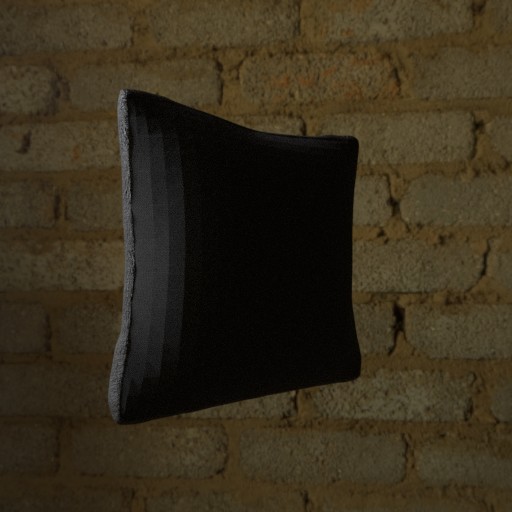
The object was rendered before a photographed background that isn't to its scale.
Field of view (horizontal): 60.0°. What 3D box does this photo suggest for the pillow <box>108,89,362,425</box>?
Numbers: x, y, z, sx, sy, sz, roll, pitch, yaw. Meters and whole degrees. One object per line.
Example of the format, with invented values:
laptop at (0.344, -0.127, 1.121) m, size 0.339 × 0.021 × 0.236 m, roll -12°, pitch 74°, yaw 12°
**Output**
pillow at (0.000, 0.000, 0.814) m, size 0.533 × 0.523 × 0.210 m, roll 1°, pitch -2°, yaw -35°
